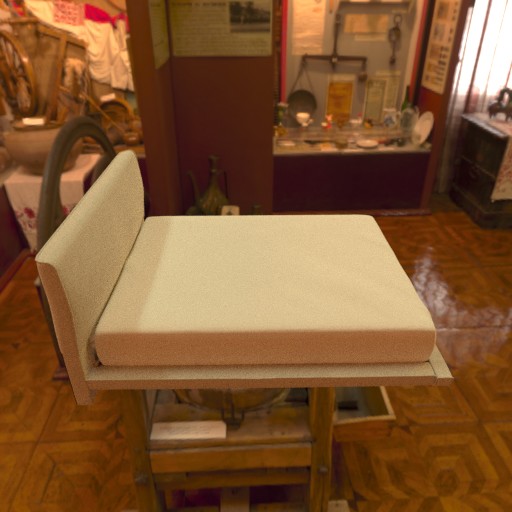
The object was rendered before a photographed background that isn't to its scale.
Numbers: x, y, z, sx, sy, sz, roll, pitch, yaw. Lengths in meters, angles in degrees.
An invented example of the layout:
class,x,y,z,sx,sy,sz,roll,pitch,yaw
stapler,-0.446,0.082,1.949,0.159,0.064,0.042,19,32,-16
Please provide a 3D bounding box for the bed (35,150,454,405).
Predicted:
class,x,y,z,sx,sy,sz,roll,pitch,yaw
bed,0.000,0.000,3.480,2.498,1.126,1.980,-1,31,-1
